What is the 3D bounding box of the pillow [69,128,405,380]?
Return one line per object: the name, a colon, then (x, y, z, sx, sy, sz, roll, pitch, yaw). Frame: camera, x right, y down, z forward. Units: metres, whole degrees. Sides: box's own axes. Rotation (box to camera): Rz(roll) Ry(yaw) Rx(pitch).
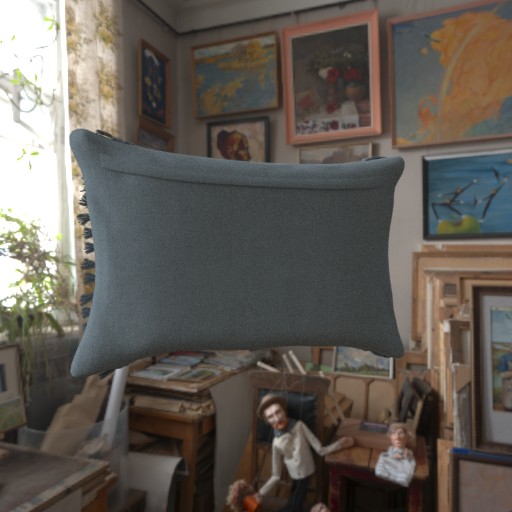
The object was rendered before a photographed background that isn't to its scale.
pillow: (0.000, 0.000, 0.595, 0.466, 0.305, 0.084, 0, -1, -17)
